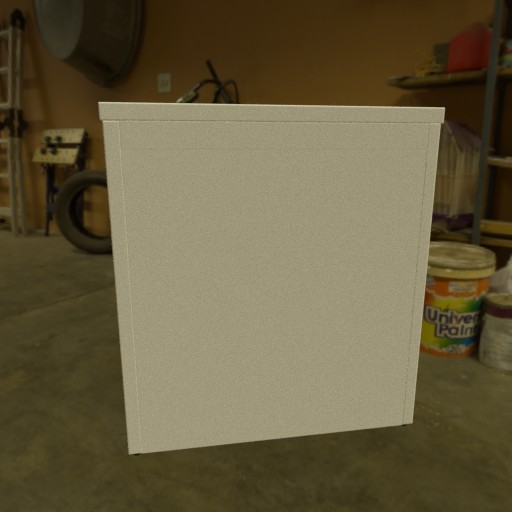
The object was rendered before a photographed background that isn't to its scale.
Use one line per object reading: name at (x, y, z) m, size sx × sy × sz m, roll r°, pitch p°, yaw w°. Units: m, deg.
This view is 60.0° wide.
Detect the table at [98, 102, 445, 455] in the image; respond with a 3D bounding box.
table at (0.000, 0.000, 0.762) m, size 0.420 × 0.460 × 0.380 m, roll -2°, pitch 14°, yaw -9°
